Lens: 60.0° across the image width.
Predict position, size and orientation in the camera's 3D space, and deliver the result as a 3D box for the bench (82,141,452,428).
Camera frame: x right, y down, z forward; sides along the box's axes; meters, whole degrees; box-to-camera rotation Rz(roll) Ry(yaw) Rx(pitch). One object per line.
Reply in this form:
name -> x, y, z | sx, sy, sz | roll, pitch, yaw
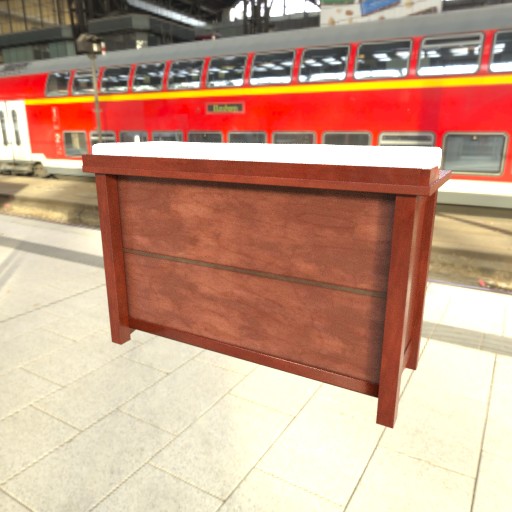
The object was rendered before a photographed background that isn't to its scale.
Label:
bench -> 0.000, 0.000, 1.327 | 0.987, 0.646, 0.369 | 9, 18, 28
